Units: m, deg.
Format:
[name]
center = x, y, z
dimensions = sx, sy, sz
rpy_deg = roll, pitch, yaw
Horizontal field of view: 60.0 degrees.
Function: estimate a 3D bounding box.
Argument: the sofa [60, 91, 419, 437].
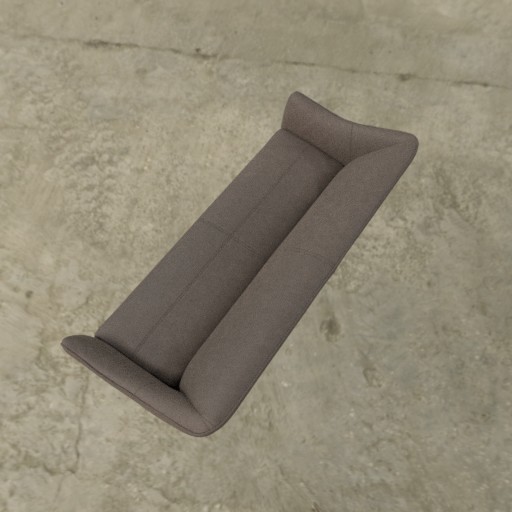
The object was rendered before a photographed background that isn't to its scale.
[sofa]
center = 0.000, 0.000, 2.408
dimensions = 0.869, 0.831, 1.928
rpy_deg = 33, 69, 15
